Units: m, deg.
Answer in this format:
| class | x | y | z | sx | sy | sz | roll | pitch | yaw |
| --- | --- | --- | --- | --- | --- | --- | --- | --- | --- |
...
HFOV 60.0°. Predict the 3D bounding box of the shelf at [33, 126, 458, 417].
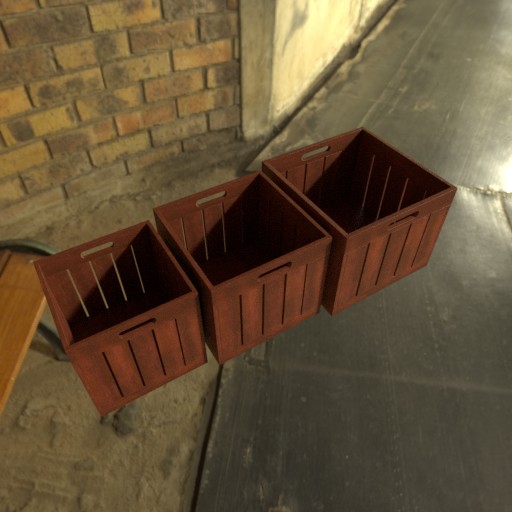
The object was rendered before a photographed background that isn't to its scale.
| class | x | y | z | sx | sy | sz | roll | pitch | yaw |
| --- | --- | --- | --- | --- | --- | --- | --- | --- | --- |
| shelf | 0.000 | 0.000 | 1.255 | 1.064 | 0.311 | 0.393 | -24 | 50 | -22 |
